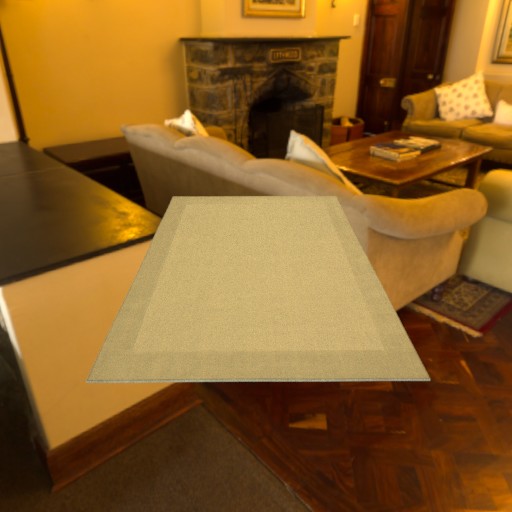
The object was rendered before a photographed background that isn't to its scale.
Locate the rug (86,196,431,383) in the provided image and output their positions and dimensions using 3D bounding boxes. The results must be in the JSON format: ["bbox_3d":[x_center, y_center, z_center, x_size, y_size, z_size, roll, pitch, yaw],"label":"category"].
[{"bbox_3d":[0.000,0.000,3.040,1.524,0.014,2.438,0,27,0],"label":"rug"}]
